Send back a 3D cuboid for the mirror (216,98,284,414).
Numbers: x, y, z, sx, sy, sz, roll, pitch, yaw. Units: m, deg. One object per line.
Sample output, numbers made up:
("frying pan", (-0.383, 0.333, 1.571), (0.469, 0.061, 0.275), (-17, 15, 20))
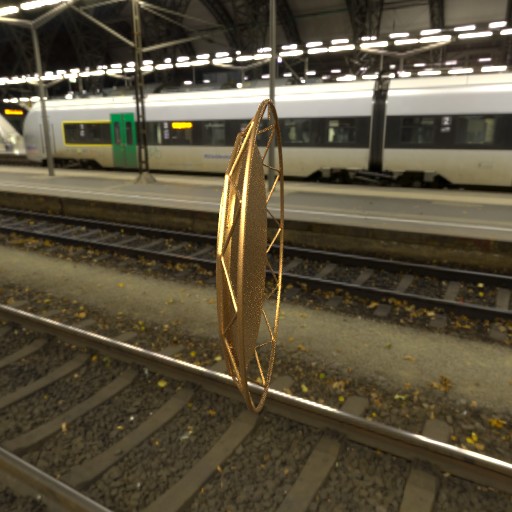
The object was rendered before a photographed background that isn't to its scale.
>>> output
("mirror", (0.000, 0.000, 0.678), (0.043, 0.454, 0.454), (2, 15, 9))
